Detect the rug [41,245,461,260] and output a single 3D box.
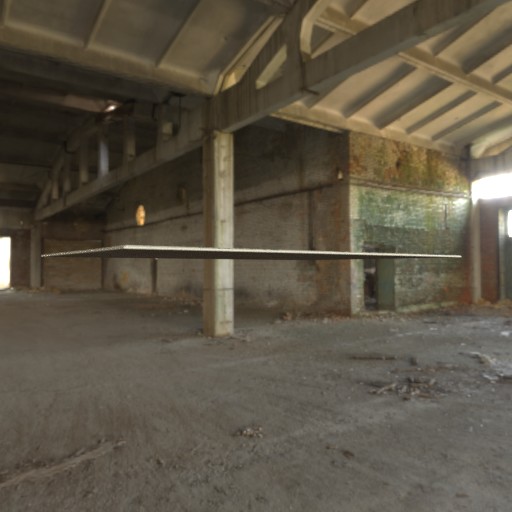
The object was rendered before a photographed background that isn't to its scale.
[{"bbox_3d":[0.000,0.000,2.310,1.831,0.012,1.213,1,-2,-36],"label":"rug"}]
